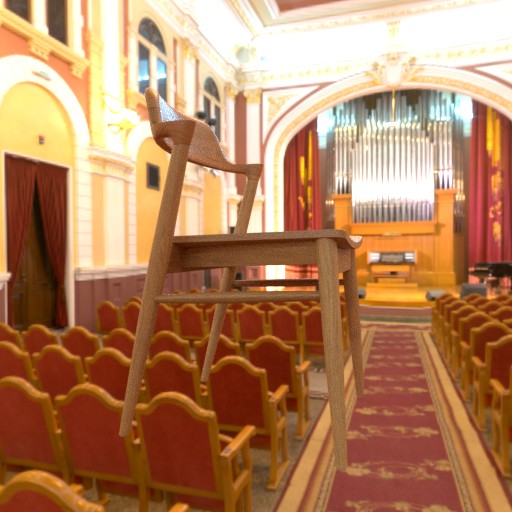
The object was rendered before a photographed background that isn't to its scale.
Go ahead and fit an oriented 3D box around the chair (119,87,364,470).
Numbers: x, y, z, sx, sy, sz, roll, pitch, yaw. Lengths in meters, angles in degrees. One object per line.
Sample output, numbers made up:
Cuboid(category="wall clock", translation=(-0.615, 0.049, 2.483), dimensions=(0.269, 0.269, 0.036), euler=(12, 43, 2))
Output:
Cuboid(category="chair", translation=(0.000, 0.000, 1.108), dimensions=(0.499, 0.792, 0.512), euler=(0, 1, 18))
